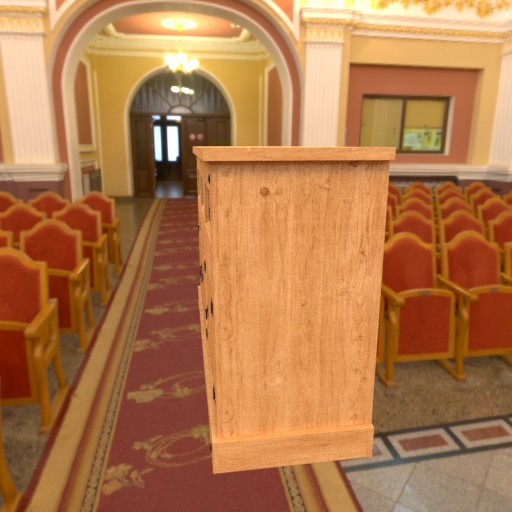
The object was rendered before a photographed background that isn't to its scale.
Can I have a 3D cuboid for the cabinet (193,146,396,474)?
[{"bbox_3d":[0.000,0.000,1.693,0.432,0.810,1.321,-2,14,-9],"label":"cabinet"}]
